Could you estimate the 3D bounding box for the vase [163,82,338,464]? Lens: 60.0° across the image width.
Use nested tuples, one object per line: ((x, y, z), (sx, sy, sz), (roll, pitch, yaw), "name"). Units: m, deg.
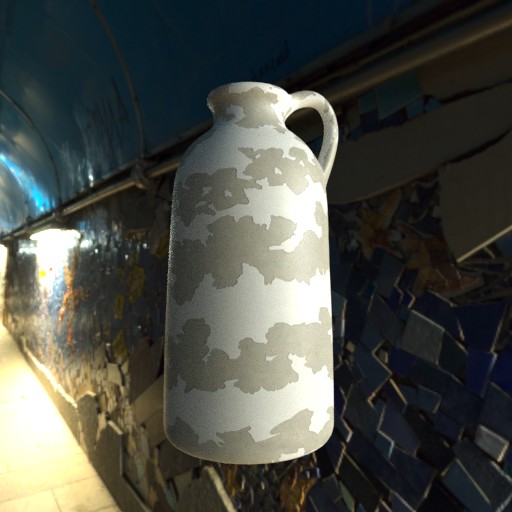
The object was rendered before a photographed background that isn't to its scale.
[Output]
((0.000, 0.000, 0.495), (0.203, 0.382, 0.186), (0, 0, -18), "vase")
